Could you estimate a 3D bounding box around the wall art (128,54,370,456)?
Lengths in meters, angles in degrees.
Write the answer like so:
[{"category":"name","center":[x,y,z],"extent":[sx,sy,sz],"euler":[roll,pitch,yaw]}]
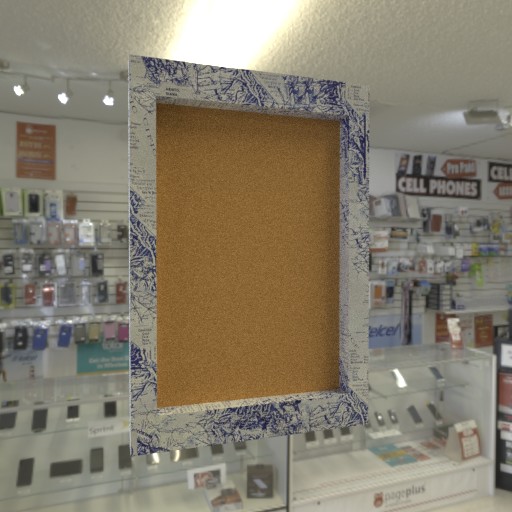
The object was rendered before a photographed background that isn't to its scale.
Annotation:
[{"category":"wall art","center":[0.000,0.000,0.742],"extent":[0.408,0.601,0.040],"euler":[0,1,-18]}]
